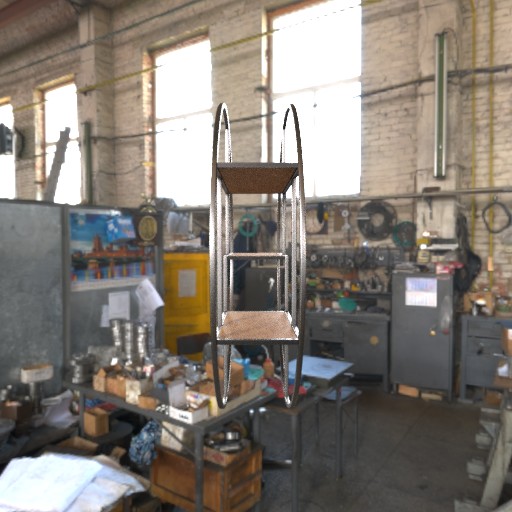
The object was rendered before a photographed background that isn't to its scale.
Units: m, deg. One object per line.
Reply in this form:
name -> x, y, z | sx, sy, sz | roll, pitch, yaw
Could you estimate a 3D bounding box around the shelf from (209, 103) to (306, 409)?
shelf -> 0.000, 0.000, 1.361 | 0.202, 0.888, 0.888 | 0, 2, 0
